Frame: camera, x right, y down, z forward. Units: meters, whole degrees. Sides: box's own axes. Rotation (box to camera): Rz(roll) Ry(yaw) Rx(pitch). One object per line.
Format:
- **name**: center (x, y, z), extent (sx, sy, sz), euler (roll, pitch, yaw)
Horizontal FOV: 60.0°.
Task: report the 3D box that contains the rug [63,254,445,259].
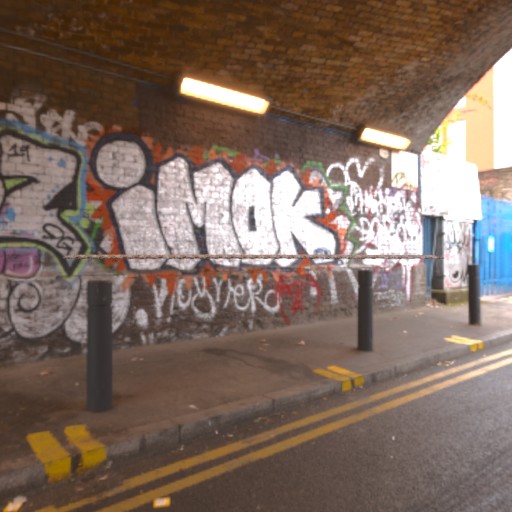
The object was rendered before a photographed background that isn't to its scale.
- **rug**: center (0.000, 0.000, 2.332), extent (1.230, 0.014, 1.847), euler (0, 0, 1)
